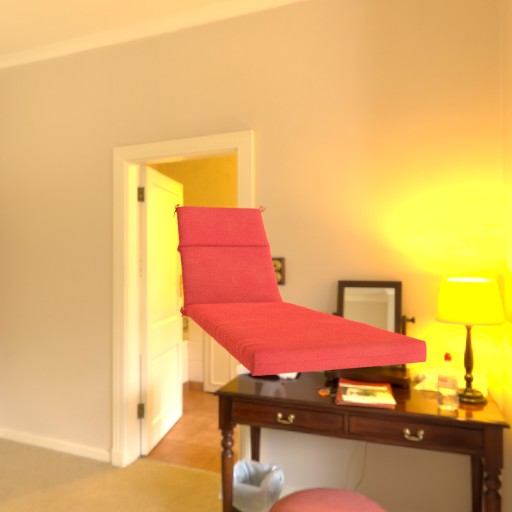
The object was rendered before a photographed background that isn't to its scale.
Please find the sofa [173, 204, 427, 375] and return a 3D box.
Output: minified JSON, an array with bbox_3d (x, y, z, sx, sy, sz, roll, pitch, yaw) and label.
[{"bbox_3d":[0.000,0.000,1.959,0.582,0.622,1.663,0,0,-17],"label":"sofa"}]
